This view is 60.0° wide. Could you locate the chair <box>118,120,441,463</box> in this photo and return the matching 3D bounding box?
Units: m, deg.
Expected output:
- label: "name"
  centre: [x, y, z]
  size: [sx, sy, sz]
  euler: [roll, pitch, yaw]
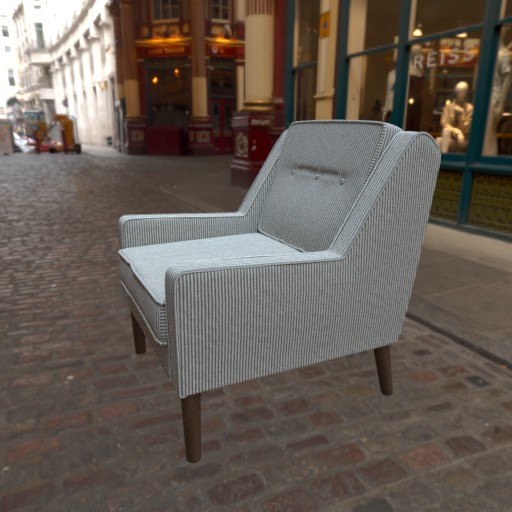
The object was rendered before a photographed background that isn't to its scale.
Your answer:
- label: "chair"
  centre: [0.000, 0.000, 1.347]
  size: [0.743, 0.792, 0.663]
  euler: [-8, 19, -25]
